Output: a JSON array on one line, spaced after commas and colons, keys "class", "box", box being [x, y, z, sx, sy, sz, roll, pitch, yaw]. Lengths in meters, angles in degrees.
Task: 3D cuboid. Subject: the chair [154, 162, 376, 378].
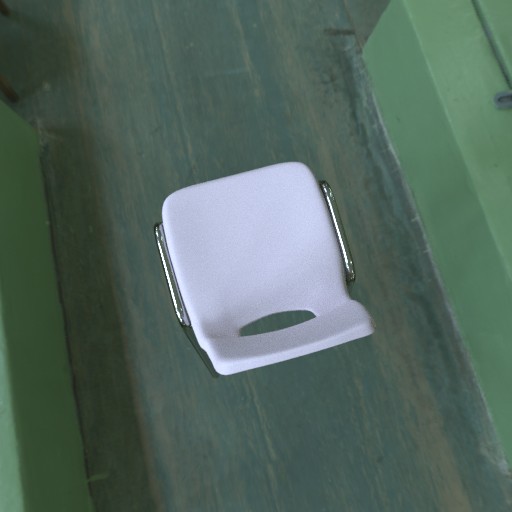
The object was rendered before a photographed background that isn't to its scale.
[{"class": "chair", "box": [0.000, 0.000, 0.918, 0.381, 0.653, 0.436, -15, 77, -4]}]
